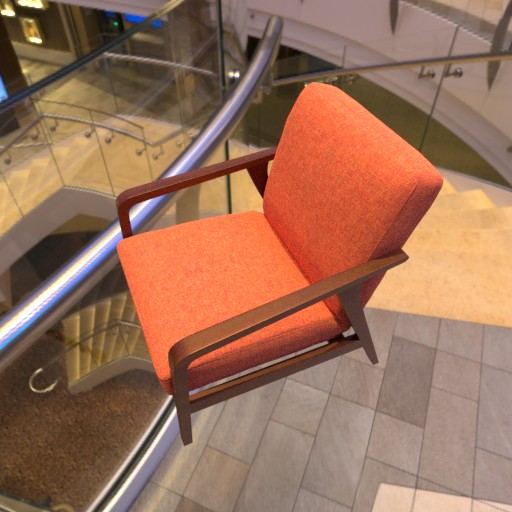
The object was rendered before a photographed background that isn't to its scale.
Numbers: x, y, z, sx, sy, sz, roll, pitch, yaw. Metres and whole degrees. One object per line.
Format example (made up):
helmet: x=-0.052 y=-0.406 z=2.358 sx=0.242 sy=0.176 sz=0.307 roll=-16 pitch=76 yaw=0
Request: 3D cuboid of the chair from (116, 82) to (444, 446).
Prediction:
chair: x=0.000 y=0.000 z=1.515 sx=0.860 sy=0.890 sz=0.719 roll=-18 pitch=49 yaw=-16
